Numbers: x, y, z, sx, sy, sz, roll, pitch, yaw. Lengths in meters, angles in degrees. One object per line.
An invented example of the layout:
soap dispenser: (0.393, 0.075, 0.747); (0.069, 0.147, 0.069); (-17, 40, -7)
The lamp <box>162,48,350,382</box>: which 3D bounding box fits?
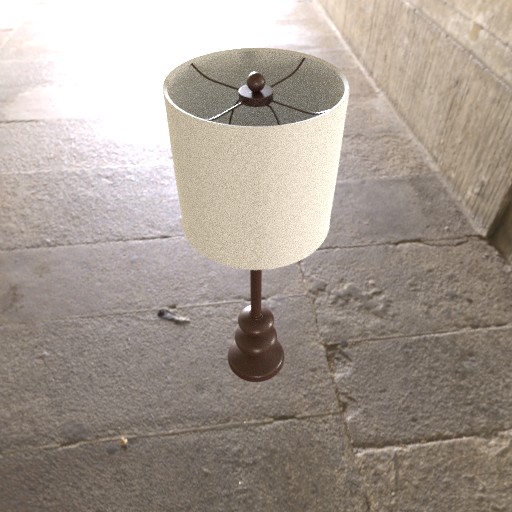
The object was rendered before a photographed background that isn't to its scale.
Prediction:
lamp: (0.000, 0.000, 0.837); (0.254, 0.690, 0.254); (28, 51, 26)
